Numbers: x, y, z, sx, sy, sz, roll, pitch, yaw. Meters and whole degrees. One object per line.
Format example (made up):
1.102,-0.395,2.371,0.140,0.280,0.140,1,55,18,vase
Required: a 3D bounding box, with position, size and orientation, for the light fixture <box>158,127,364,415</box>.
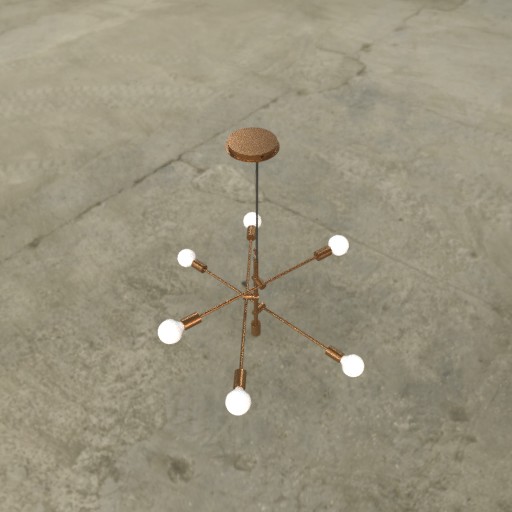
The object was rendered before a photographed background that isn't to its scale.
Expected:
0.000,0.000,1.253,0.637,0.744,0.682,-17,50,-15,light fixture
